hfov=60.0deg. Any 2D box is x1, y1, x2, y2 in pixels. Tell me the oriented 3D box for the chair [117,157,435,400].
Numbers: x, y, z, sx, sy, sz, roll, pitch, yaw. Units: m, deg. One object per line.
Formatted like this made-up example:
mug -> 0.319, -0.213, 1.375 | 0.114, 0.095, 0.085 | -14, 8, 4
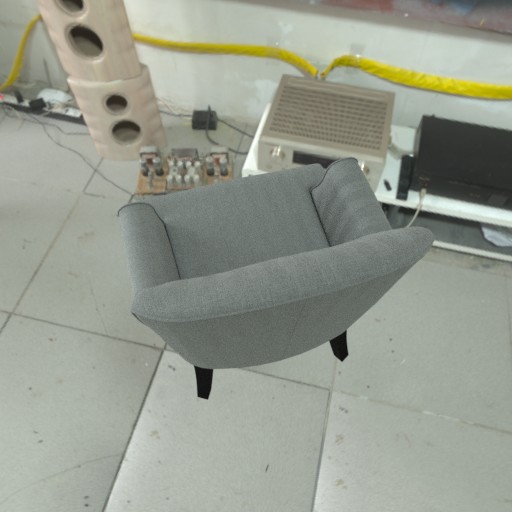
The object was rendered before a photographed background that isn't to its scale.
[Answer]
chair -> 0.000, 0.000, 1.434 | 0.772, 0.880, 0.755 | -13, 59, -8
